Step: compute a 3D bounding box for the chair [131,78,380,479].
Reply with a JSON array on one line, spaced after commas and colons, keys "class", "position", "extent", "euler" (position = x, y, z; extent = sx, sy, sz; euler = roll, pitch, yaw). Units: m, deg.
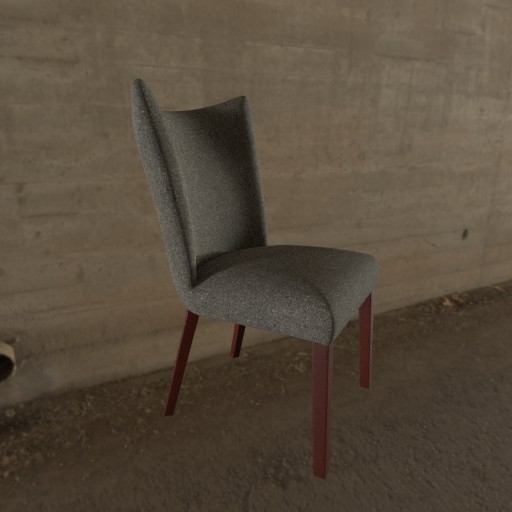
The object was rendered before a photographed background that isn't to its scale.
[{"class": "chair", "position": [0.000, 0.000, 1.279], "extent": [0.623, 0.924, 0.535], "euler": [8, 17, 26]}]
